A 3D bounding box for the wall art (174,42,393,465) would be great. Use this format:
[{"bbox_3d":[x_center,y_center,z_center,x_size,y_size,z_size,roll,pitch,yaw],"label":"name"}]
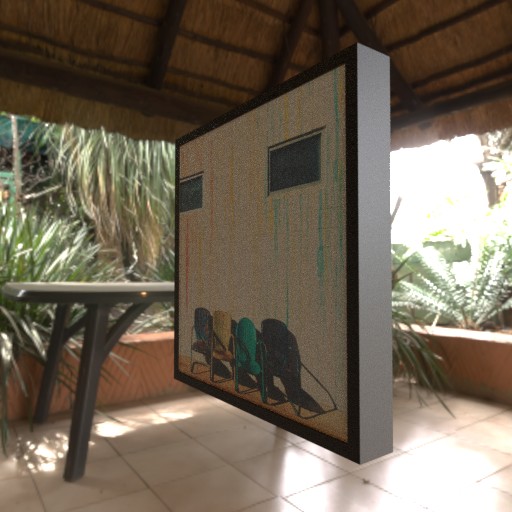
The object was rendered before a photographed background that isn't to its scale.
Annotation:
[{"bbox_3d":[0.000,0.000,0.452,0.038,0.304,0.304,1,-2,-36],"label":"wall art"}]
